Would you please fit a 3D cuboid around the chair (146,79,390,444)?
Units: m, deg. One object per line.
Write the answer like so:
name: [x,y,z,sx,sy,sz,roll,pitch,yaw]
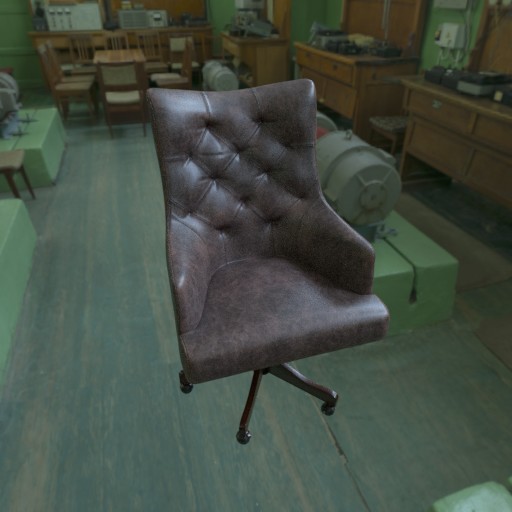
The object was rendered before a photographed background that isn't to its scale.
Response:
chair: [0.000,0.000,1.525,0.641,1.035,0.762,-10,33,-15]
